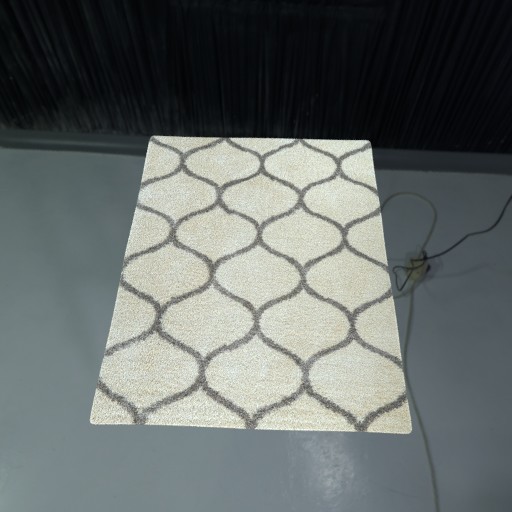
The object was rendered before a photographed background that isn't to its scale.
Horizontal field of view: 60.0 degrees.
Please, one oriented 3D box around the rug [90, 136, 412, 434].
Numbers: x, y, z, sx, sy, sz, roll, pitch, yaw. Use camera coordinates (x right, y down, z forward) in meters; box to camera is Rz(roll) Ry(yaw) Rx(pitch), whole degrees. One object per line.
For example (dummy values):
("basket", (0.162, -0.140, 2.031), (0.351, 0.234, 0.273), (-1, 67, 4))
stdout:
("rug", (0.000, 0.000, 4.059), (2.399, 0.026, 3.000), (1, 59, 1))
